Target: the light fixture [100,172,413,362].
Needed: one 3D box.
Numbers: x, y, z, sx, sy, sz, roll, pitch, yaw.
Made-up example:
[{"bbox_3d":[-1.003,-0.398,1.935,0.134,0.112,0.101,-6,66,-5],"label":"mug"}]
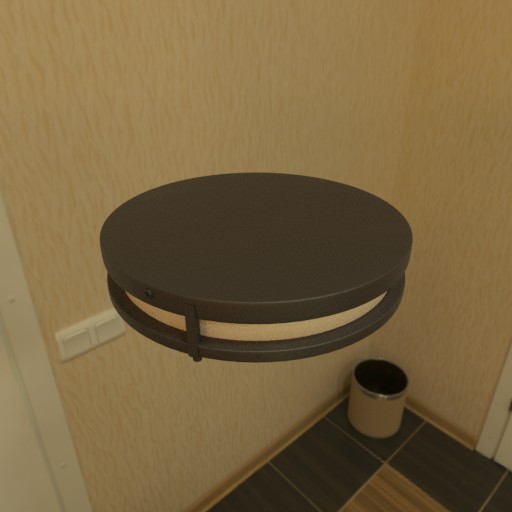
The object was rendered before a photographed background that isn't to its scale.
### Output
[{"bbox_3d":[0.000,0.000,0.547,0.356,0.102,0.356,0,28,0],"label":"light fixture"}]
